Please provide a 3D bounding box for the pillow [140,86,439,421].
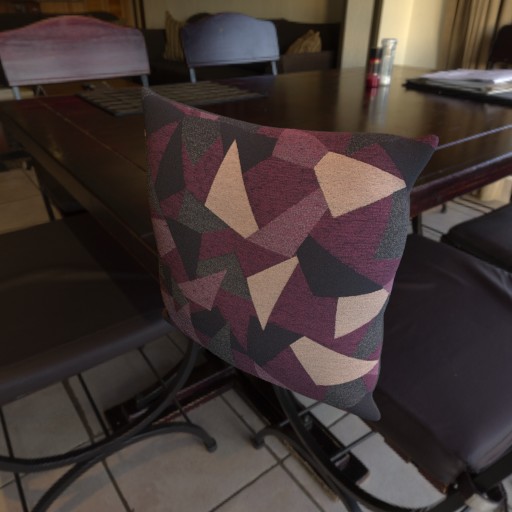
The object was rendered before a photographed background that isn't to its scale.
[{"bbox_3d":[0.000,0.000,0.748,0.503,0.496,0.208,19,36,29],"label":"pillow"}]
